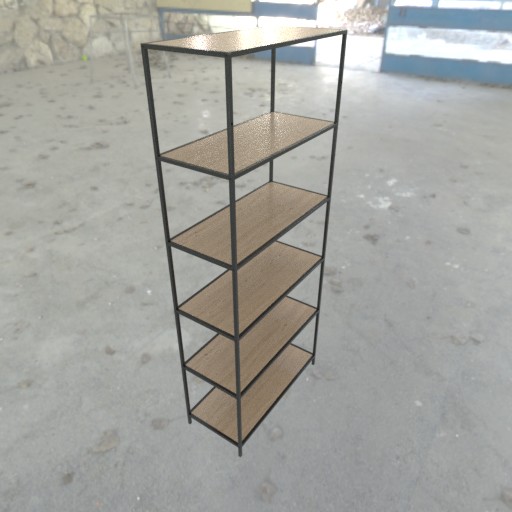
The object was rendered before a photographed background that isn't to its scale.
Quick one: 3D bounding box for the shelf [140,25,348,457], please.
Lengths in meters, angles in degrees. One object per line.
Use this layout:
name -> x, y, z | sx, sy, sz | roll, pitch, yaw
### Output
shelf -> 0.000, 0.000, 2.068 | 0.350, 1.850, 0.770 | 20, 37, 29
